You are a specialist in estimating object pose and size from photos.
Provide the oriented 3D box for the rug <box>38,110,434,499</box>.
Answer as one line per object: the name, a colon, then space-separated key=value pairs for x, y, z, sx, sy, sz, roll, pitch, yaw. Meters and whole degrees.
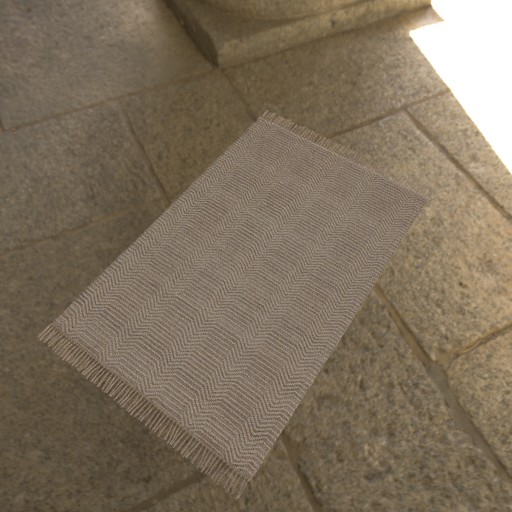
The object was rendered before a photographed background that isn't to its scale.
rug: x=0.000 y=0.000 z=3.017 sx=1.528 sy=0.034 sz=2.523 roll=31 pitch=63 yaw=17
